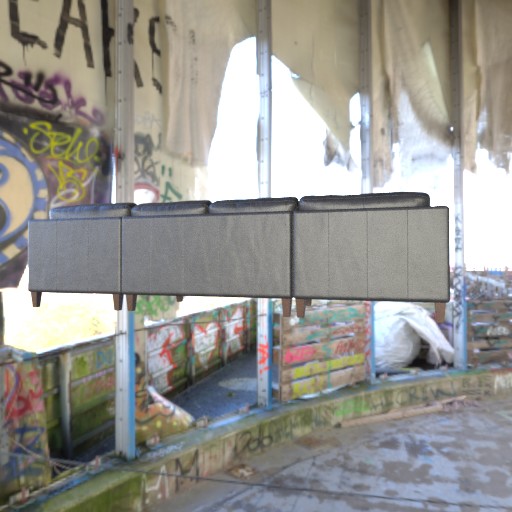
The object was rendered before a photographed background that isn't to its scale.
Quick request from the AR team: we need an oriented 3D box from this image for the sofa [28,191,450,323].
[{"bbox_3d":[0.000,0.000,4.442,3.324,0.891,2.452,0,-1,17],"label":"sofa"}]
